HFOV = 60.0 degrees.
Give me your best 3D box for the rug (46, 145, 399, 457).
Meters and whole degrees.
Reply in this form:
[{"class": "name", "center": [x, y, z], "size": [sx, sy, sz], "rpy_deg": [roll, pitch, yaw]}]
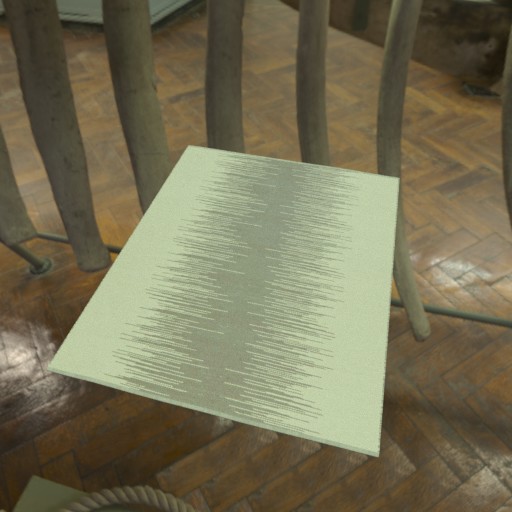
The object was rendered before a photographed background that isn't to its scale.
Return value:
[{"class": "rug", "center": [0.000, 0.000, 4.078], "size": [2.453, 0.010, 3.037], "rpy_deg": [11, 49, 10]}]
